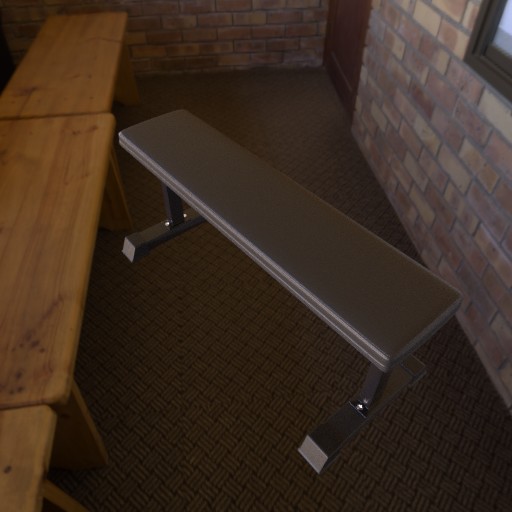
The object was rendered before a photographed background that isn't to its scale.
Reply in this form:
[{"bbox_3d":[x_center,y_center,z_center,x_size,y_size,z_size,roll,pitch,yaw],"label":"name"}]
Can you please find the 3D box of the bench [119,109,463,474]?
[{"bbox_3d":[0.000,0.000,1.294,0.439,0.453,1.072,-31,53,-27],"label":"bench"}]
